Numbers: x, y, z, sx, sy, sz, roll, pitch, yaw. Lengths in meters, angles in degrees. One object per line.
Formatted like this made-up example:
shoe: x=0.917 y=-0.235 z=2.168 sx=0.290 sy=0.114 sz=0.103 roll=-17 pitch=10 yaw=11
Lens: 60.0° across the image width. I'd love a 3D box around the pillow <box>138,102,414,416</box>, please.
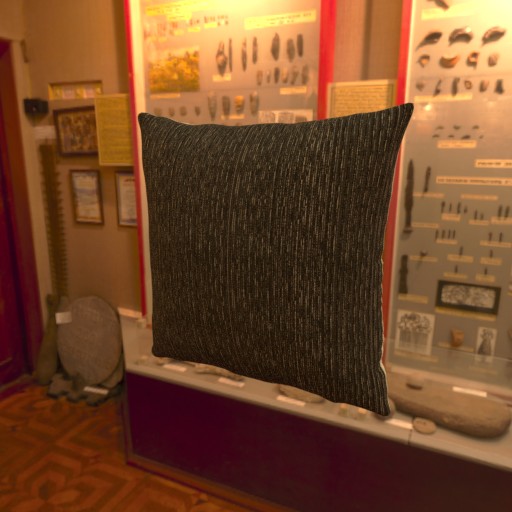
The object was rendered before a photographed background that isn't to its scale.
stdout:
pillow: x=0.000 y=0.000 z=0.681 sx=0.433 sy=0.434 sz=0.196 roll=7 pitch=16 yaw=26
